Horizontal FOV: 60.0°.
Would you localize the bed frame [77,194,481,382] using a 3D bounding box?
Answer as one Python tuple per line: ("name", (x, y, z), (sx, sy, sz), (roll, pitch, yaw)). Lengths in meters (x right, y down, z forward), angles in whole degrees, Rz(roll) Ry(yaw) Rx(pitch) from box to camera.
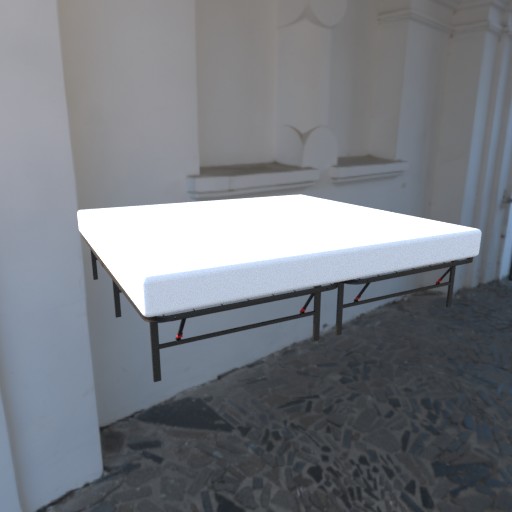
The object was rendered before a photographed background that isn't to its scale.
("bed frame", (0.000, 0.000, 3.050), (2.033, 0.525, 1.935), (-8, 17, -27))
